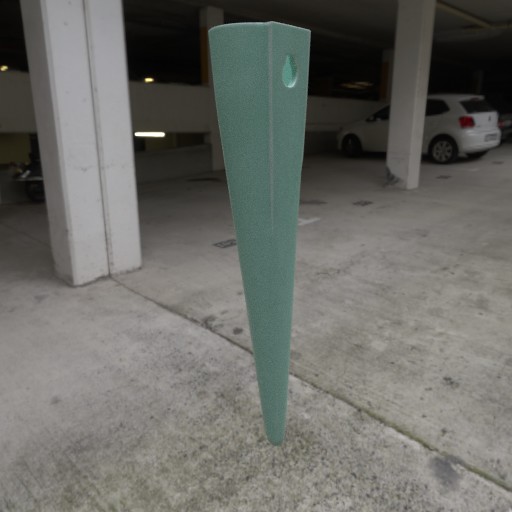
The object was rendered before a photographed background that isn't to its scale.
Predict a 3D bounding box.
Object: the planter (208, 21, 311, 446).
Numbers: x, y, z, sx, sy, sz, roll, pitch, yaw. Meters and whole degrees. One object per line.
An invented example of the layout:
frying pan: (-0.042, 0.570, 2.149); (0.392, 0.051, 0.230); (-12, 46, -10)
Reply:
planter: (0.000, 0.000, 0.291); (0.054, 0.268, 0.055); (-15, 22, -42)
